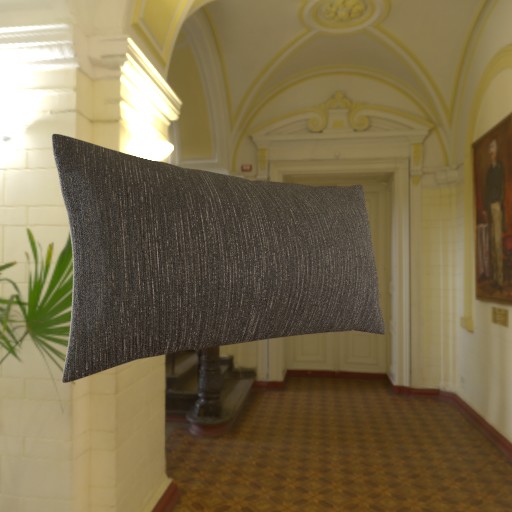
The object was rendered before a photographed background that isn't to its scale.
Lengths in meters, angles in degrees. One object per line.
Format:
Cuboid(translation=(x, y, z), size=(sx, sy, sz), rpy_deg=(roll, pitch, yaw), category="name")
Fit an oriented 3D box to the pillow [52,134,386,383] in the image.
Cuboid(translation=(0.000, 0.000, 0.721), size=(0.608, 0.305, 0.156), rpy_deg=(1, -1, -37), category="pillow")
